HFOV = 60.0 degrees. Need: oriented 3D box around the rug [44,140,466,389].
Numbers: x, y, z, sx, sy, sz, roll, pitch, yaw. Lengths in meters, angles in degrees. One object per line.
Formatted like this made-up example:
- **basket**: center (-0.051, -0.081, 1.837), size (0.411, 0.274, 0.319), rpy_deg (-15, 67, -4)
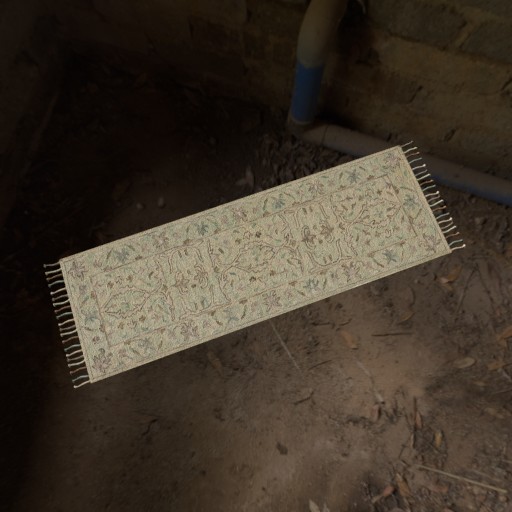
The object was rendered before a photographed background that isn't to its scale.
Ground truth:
- **rug**: center (0.000, 0.000, 2.677), size (2.440, 0.013, 0.769), rpy_deg (-19, 76, -5)
